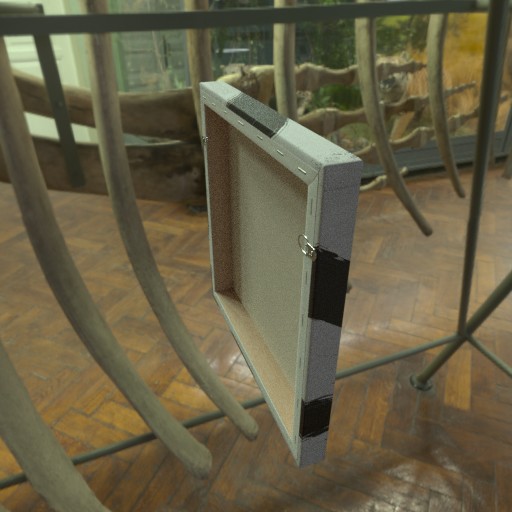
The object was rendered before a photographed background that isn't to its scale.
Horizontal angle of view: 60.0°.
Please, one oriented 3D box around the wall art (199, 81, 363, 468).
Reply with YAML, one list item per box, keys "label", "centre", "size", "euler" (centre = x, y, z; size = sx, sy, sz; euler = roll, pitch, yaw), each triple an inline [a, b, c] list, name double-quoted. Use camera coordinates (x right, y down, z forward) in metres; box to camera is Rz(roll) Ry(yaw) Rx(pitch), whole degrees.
- label: "wall art"
  centre: [0.000, 0.000, 0.789]
  size: [0.050, 0.508, 0.507]
  euler: [-11, 33, -18]
